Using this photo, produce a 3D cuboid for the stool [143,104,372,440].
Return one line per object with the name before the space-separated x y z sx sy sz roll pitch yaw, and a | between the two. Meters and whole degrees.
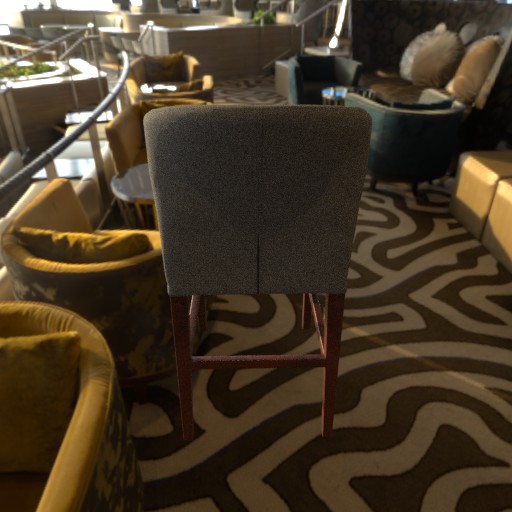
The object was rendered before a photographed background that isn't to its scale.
stool | 0.000 0.000 1.288 0.479 0.968 0.568 -1 31 -1
